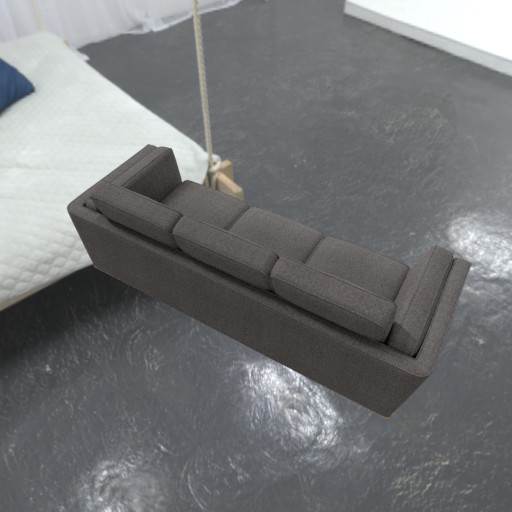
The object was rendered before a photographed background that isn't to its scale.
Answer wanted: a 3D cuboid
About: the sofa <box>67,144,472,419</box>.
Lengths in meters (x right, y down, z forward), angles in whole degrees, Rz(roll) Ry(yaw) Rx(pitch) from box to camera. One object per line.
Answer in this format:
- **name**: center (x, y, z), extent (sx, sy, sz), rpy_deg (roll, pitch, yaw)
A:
- **sofa**: center (0.000, 0.000, 2.838), extent (2.362, 0.899, 0.903), rpy_deg (23, 51, 20)
